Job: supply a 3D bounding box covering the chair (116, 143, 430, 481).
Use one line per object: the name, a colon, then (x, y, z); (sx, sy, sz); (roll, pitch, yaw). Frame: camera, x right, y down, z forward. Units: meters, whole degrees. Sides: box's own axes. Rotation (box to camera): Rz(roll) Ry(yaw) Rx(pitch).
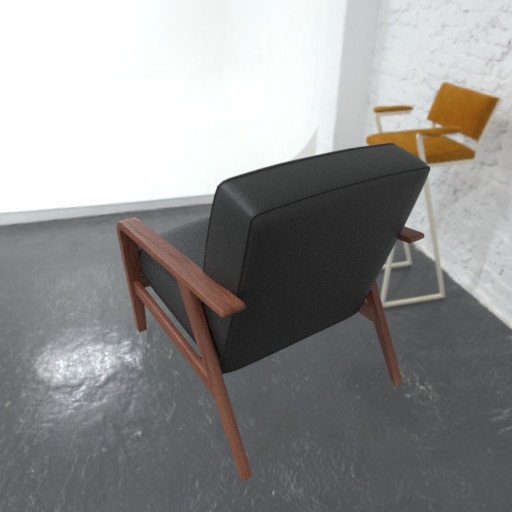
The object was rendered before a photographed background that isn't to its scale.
chair: (0.000, 0.000, 1.547); (0.719, 0.861, 0.889); (-18, 34, -29)
